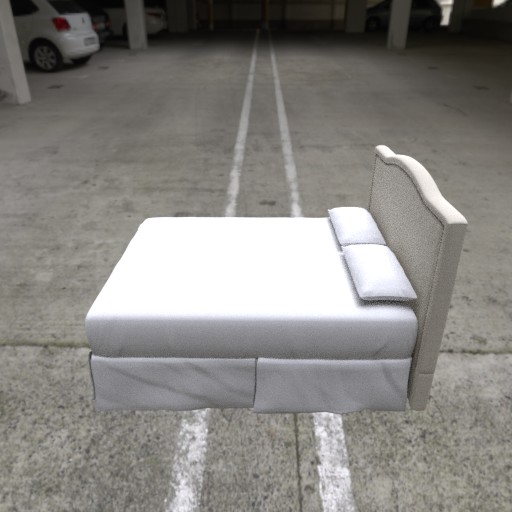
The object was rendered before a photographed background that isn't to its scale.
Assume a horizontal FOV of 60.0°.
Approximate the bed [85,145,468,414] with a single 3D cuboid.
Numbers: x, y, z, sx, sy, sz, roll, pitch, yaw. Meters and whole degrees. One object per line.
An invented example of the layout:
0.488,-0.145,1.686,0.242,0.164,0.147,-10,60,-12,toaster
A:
0.000,0.000,3.309,2.196,1.449,1.741,0,27,1,bed
